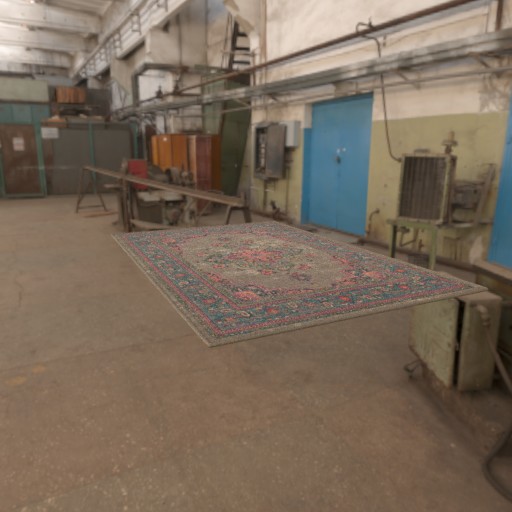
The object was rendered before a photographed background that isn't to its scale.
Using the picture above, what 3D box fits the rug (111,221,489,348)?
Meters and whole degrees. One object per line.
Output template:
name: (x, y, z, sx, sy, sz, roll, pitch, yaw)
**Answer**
rug: (0.000, 0.000, 2.217, 1.144, 0.014, 1.748, -7, 15, -25)
